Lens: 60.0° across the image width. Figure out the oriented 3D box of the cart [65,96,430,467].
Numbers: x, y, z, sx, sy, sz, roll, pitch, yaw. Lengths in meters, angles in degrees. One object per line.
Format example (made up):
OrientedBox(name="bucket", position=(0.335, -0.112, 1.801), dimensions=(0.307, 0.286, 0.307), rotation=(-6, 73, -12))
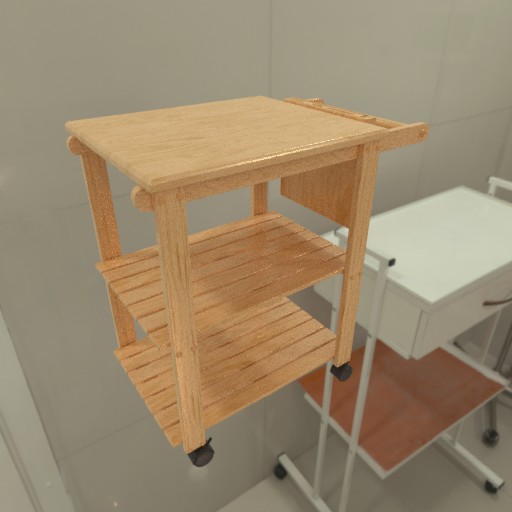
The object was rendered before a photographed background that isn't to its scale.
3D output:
OrientedBox(name="cart", position=(0.000, 0.000, 1.330), dimensions=(0.843, 0.816, 0.520), rotation=(-20, 35, -30))
